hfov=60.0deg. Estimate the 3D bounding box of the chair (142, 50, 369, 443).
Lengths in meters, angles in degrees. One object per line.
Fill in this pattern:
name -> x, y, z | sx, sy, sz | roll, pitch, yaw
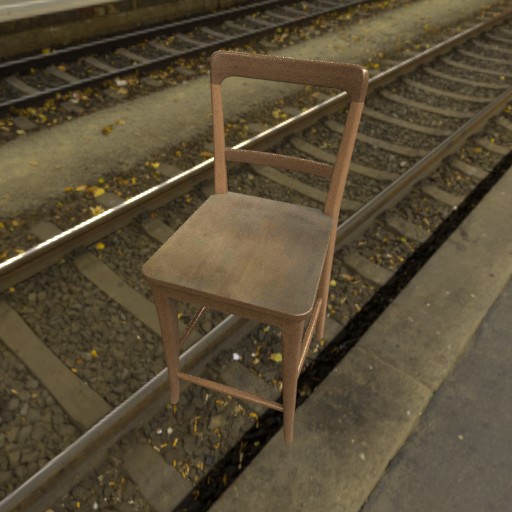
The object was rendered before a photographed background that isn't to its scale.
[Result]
chair -> 0.000, 0.000, 1.316 | 0.450, 0.991, 0.546 | 13, 42, 15
